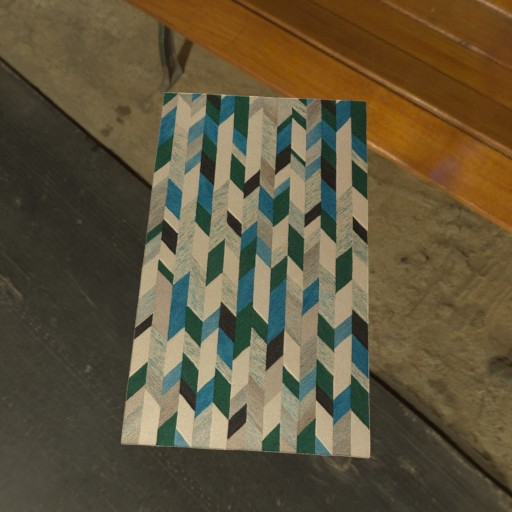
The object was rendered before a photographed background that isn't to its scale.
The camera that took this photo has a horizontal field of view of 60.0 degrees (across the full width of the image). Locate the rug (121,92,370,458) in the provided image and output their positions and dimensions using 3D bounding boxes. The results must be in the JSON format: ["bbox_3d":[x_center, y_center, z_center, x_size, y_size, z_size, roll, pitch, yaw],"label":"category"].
[{"bbox_3d":[0.000,0.000,2.970,1.507,0.007,2.433,3,76,1],"label":"rug"}]
